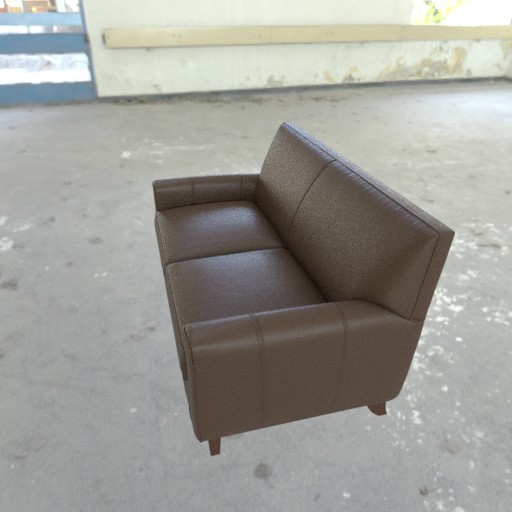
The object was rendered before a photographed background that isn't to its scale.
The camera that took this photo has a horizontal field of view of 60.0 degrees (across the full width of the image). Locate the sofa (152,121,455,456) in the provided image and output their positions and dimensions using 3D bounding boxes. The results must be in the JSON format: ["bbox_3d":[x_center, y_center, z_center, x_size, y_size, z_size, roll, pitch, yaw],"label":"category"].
[{"bbox_3d":[0.000,0.000,2.054,0.853,0.859,1.468,-8,31,-13],"label":"sofa"}]
